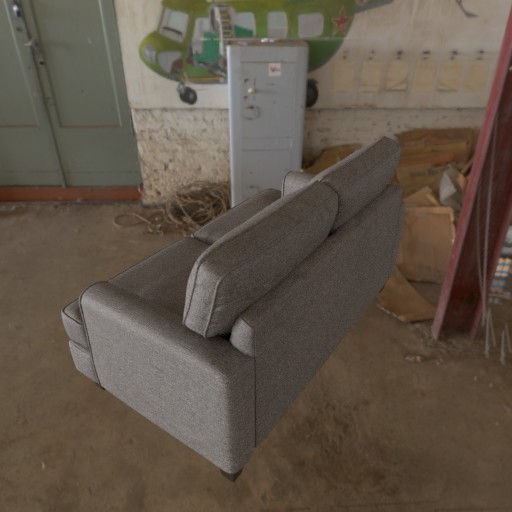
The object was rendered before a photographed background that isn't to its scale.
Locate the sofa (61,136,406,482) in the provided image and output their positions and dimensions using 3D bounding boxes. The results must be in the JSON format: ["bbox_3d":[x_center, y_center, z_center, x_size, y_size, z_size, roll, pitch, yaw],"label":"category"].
[{"bbox_3d":[0.000,0.000,2.199,0.965,0.965,1.651,20,37,29],"label":"sofa"}]
